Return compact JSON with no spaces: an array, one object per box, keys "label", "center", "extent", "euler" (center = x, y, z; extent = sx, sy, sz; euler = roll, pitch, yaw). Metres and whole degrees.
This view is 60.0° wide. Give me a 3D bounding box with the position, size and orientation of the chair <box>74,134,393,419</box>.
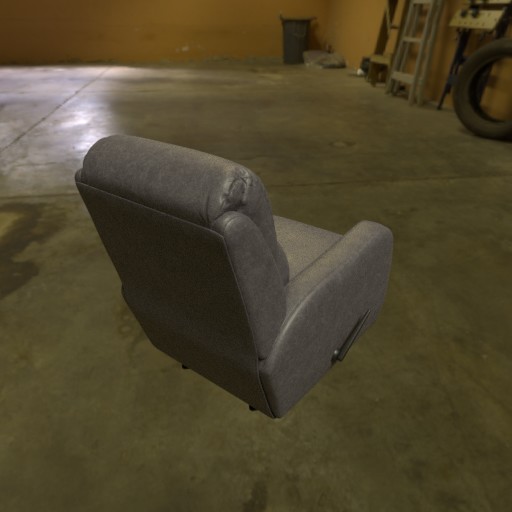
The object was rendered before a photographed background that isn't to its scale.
[{"label":"chair","center":[0.000,0.000,1.817],"extent":[0.865,1.067,1.067],"euler":[21,35,32]}]
